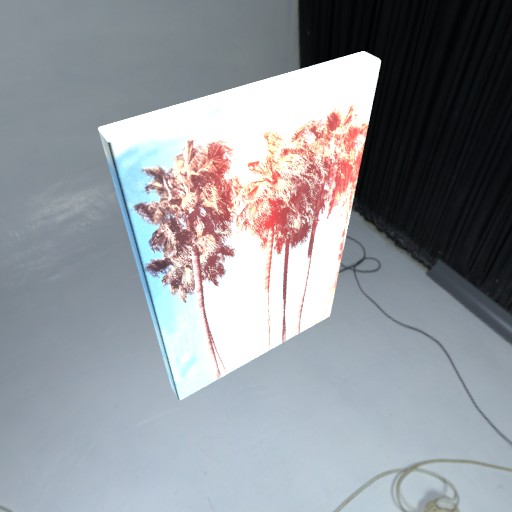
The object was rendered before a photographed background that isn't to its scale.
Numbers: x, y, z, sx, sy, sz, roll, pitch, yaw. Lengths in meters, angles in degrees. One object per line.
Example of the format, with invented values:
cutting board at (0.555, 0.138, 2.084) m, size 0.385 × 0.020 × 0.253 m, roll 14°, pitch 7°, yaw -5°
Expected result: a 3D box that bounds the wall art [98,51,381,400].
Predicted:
wall art at (0.000, 0.000, 0.783) m, size 0.401 × 0.610 × 0.038 m, roll -25°, pitch 51°, yaw -22°
